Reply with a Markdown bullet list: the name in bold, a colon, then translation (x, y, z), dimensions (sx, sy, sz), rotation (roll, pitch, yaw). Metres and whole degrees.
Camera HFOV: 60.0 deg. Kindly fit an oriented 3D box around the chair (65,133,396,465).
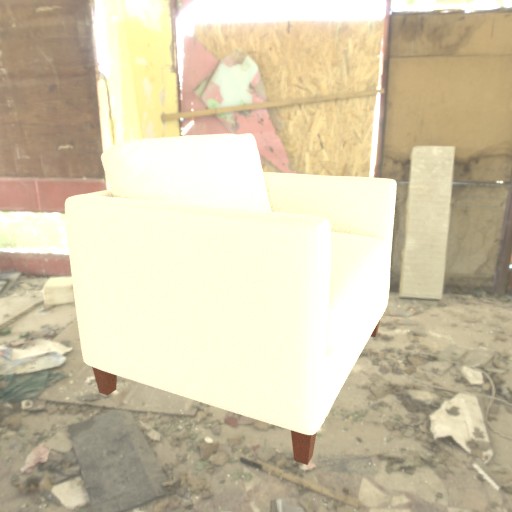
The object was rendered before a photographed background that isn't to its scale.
- **chair**: translation (0.000, 0.000, 1.680), dimensions (0.878, 0.885, 1.019), rotation (8, 18, 25)
